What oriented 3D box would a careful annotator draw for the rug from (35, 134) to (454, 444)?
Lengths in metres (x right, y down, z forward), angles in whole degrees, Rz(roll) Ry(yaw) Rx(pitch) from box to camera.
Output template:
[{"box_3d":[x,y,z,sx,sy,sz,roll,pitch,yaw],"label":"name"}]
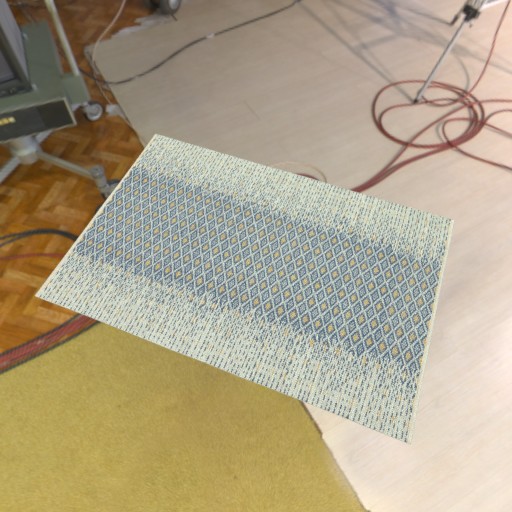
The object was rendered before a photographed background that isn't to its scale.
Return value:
[{"box_3d":[0.000,0.000,2.275,1.828,0.005,1.219,18,59,11],"label":"rug"}]
